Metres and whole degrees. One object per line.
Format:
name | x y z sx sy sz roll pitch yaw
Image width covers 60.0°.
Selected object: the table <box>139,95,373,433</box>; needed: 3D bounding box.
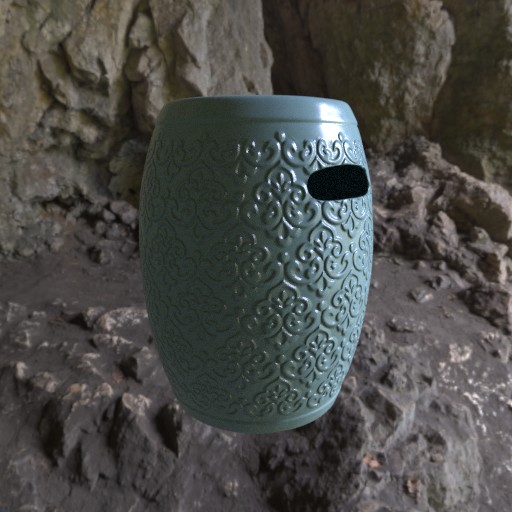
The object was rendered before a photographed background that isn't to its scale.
table | 0.000 0.000 0.609 0.309 0.397 0.309 0 14 0
